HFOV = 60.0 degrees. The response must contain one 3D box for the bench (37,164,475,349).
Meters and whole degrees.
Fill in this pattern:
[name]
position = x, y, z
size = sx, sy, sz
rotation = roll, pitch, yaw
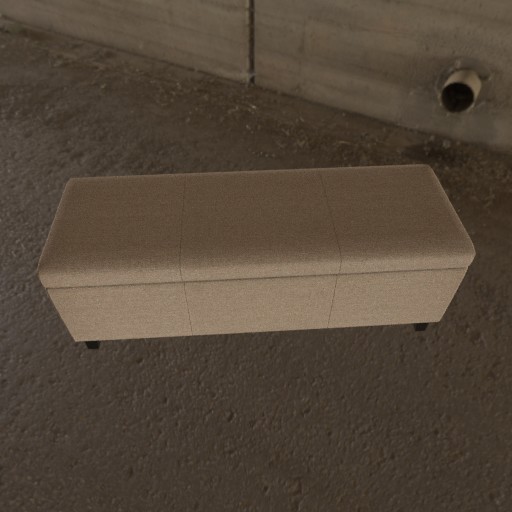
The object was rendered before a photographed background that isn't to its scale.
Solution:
[bench]
position = 0.000, 0.000, 1.537
size = 1.269, 0.438, 0.446
rotation = -3, 48, -2
